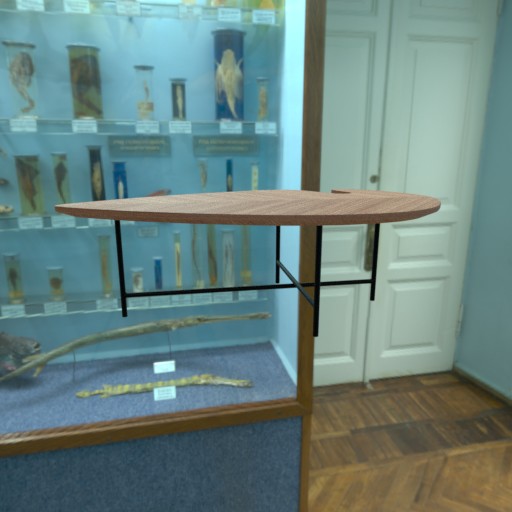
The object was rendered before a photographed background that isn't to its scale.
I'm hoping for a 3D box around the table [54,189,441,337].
[{"bbox_3d":[0.000,0.000,1.444,1.199,0.360,0.598,-3,15,-10],"label":"table"}]
